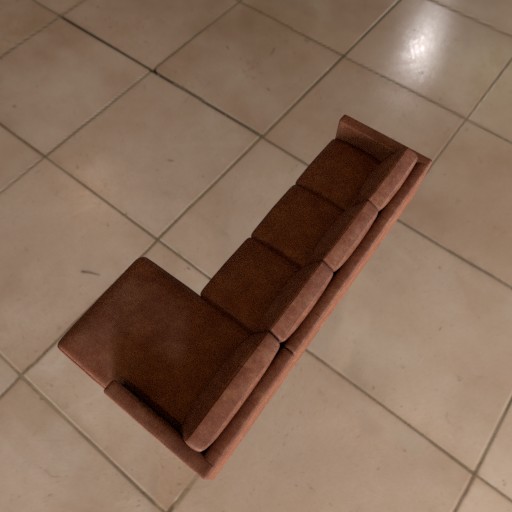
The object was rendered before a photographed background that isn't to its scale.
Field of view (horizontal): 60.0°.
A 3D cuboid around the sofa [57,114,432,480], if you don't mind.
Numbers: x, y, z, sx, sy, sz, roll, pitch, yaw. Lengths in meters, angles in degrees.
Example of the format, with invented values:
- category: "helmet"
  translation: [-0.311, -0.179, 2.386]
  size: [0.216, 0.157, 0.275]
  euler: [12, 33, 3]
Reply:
- category: "sofa"
  translation: [0.000, 0.000, 3.870]
  size: [1.581, 0.883, 3.203]
  euler: [34, 68, 15]
